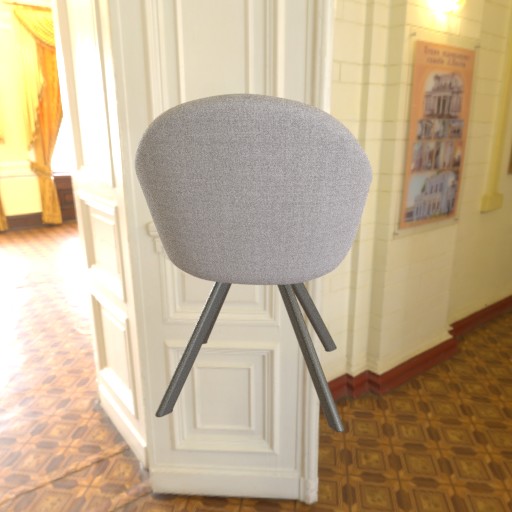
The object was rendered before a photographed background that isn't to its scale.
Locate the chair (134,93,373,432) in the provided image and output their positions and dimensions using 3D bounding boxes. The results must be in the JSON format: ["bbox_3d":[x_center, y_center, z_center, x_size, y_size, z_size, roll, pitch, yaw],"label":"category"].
[{"bbox_3d":[0.000,0.000,1.197,0.590,0.795,0.550,2,16,7],"label":"chair"}]
